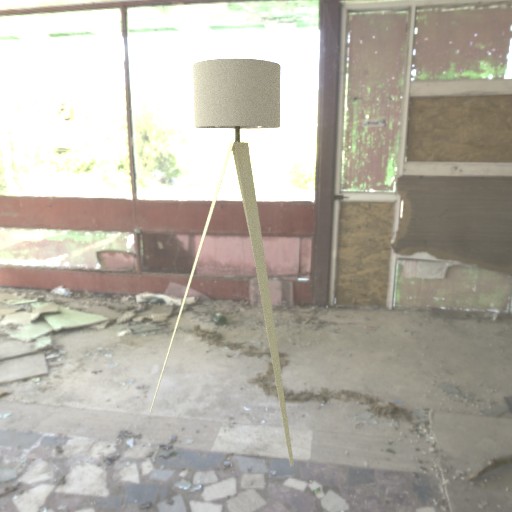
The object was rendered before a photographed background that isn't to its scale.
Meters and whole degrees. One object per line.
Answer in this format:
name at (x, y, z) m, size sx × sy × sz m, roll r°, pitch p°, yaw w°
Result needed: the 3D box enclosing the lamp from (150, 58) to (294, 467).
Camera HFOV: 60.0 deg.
lamp at (0.000, 0.000, 1.911) m, size 0.724 × 1.524 × 0.716 m, roll -14°, pitch 19°, yaw -43°
